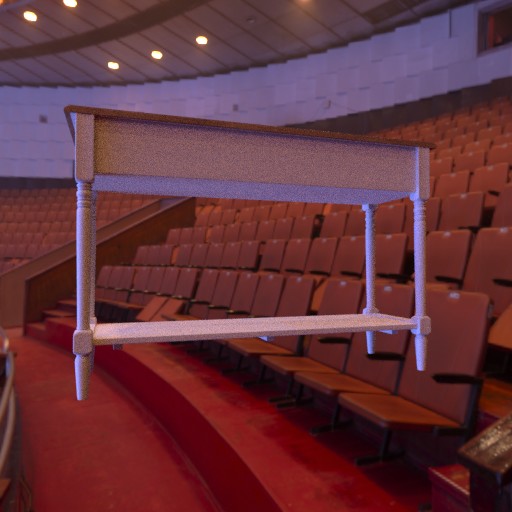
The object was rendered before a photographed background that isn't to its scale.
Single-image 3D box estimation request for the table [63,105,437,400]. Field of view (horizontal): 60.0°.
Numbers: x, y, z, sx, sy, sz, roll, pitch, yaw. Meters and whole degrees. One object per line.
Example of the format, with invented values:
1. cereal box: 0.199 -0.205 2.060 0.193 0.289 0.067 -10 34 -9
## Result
1. table: 0.000 0.000 1.561 1.219 0.800 0.399 0 -1 -18
